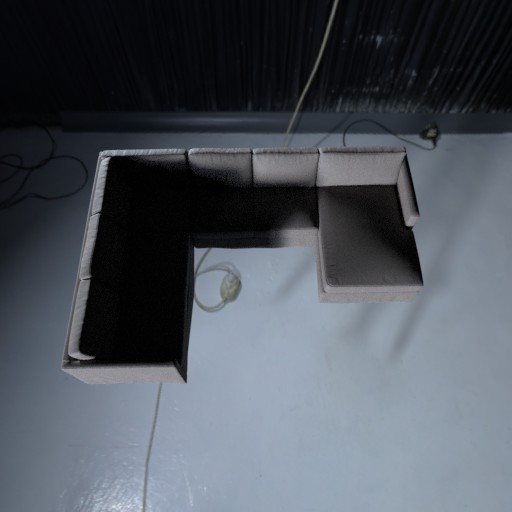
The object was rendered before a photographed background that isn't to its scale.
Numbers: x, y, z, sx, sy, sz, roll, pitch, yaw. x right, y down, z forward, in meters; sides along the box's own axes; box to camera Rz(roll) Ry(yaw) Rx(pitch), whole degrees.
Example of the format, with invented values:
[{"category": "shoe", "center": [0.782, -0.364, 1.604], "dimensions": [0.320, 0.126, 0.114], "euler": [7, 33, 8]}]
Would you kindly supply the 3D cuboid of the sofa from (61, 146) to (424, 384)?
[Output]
[{"category": "sofa", "center": [0.000, 0.000, 4.635], "dimensions": [3.460, 0.882, 2.427], "euler": [-1, 63, 0]}]
